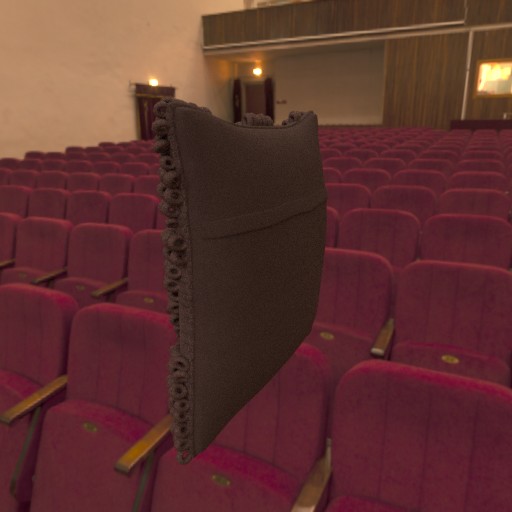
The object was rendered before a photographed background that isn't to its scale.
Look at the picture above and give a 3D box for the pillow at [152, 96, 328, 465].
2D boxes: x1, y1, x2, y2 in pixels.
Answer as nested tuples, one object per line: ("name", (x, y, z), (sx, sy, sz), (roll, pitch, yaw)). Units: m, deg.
("pillow", (0.000, 0.000, 0.724), (0.172, 0.467, 0.470), (8, 18, 26))
